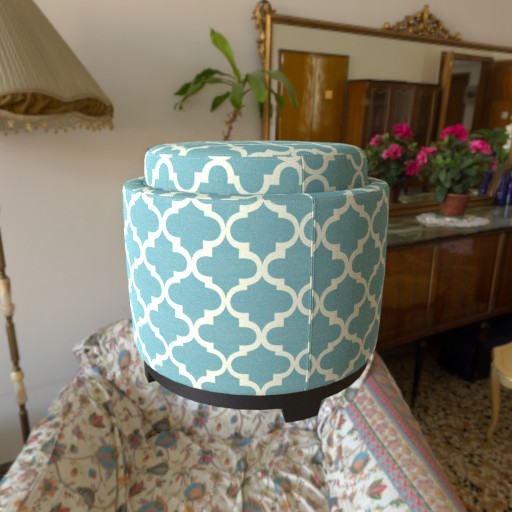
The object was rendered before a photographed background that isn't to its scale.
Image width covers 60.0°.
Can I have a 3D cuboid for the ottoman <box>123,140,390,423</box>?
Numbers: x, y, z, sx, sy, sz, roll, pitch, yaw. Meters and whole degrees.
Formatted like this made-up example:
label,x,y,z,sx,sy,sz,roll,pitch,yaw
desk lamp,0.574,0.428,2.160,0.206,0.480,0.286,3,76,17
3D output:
label,x,y,z,sx,sy,sz,roll,pitch,yaw
ottoman,0.000,0.000,0.855,0.480,0.429,0.480,0,16,0
